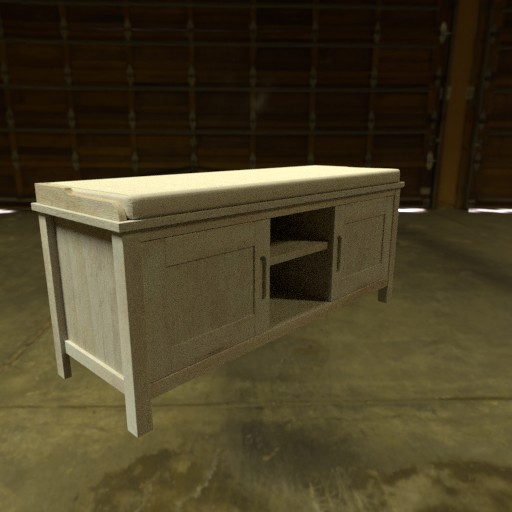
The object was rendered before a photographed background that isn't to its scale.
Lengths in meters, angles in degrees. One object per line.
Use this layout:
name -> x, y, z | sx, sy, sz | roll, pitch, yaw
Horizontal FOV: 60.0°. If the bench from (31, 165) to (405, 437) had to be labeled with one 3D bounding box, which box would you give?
bench -> 0.000, 0.000, 1.375 | 0.398, 0.501, 1.140 | 13, 20, 42
